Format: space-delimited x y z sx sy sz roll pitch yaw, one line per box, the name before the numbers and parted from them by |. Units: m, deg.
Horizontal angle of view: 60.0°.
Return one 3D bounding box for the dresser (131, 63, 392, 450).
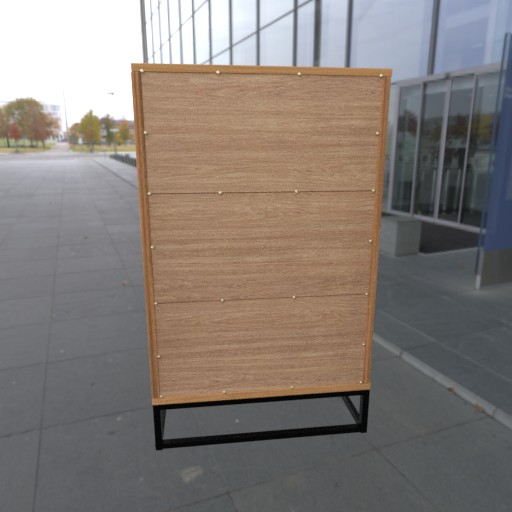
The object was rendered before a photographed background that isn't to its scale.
dresser | 0.000 0.000 1.645 0.761 1.240 0.479 -2 14 -7
